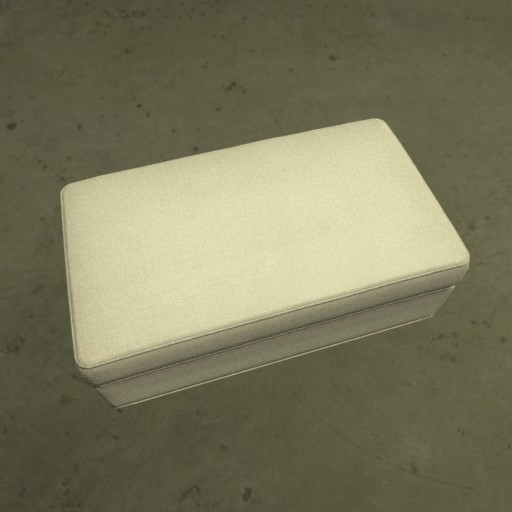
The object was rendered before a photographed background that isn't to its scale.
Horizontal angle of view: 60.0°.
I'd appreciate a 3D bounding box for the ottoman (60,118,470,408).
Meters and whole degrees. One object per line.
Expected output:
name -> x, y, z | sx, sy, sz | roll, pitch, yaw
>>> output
ottoman -> 0.000, 0.000, 1.437 | 1.097, 0.461, 0.617 | -14, 60, -8
